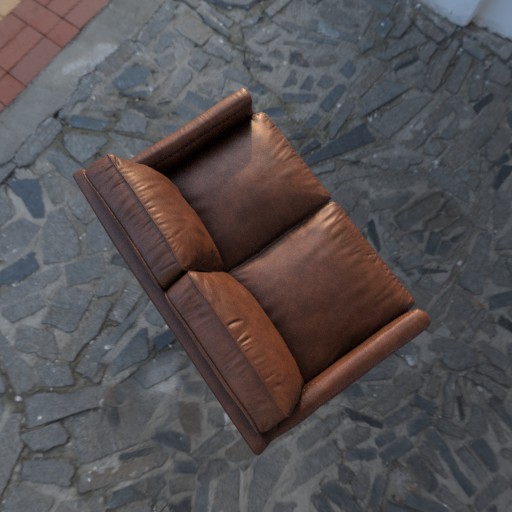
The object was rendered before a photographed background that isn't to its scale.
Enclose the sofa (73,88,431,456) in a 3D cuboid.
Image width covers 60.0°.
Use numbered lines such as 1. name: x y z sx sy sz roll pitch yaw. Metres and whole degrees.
1. sofa: 0.000 0.000 2.336 1.083 1.003 1.628 -34 78 -8
